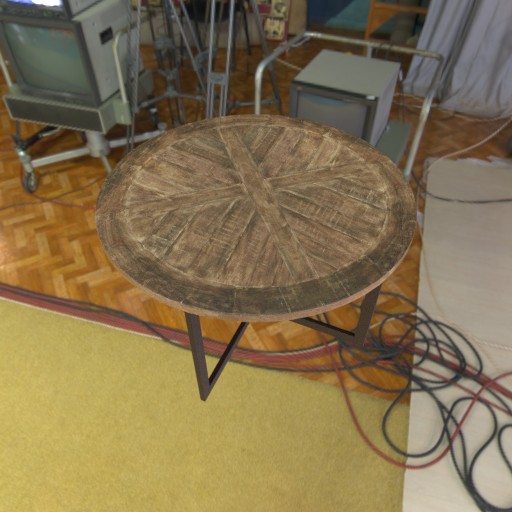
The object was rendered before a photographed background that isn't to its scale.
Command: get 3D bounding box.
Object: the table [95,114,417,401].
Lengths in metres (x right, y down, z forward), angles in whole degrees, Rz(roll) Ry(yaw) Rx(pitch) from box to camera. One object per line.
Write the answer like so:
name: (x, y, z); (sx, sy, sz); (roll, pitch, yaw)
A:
table: (0.000, 0.000, 2.063); (1.264, 0.762, 1.264); (0, 45, 0)
